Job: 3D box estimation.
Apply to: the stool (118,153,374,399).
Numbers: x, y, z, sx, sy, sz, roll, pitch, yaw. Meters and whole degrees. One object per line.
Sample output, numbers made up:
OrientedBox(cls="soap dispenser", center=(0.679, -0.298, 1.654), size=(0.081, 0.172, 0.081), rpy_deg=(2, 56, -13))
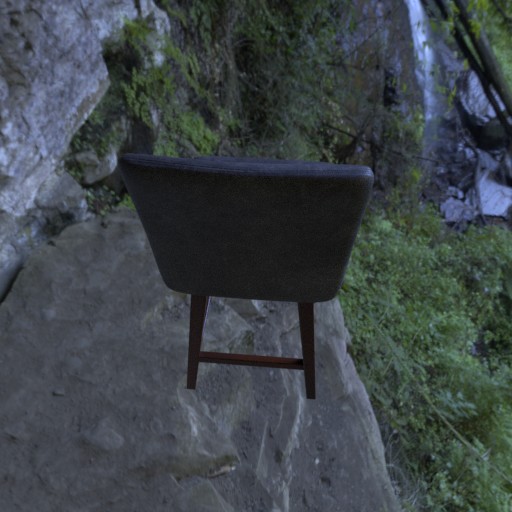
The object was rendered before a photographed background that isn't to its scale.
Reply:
OrientedBox(cls="stool", center=(0.000, 0.000, 1.357), size=(0.492, 1.046, 0.587), rpy_deg=(4, 48, 3))
